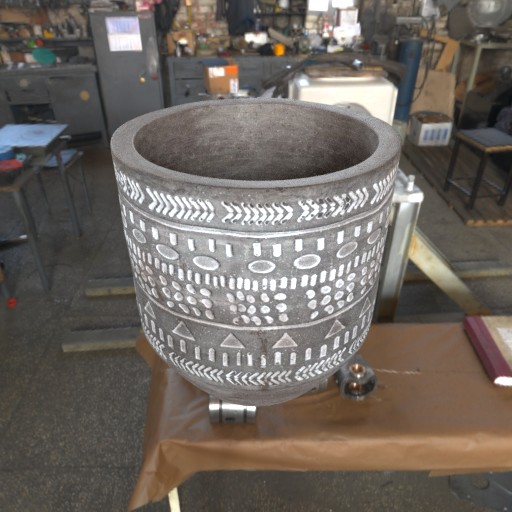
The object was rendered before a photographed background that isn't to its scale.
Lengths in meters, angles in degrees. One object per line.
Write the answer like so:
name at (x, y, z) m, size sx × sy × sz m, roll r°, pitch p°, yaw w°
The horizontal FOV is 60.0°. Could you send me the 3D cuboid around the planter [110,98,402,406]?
planter at (0.000, 0.000, 0.224) m, size 0.122 × 0.128 × 0.122 m, roll 0°, pitch 33°, yaw 0°
